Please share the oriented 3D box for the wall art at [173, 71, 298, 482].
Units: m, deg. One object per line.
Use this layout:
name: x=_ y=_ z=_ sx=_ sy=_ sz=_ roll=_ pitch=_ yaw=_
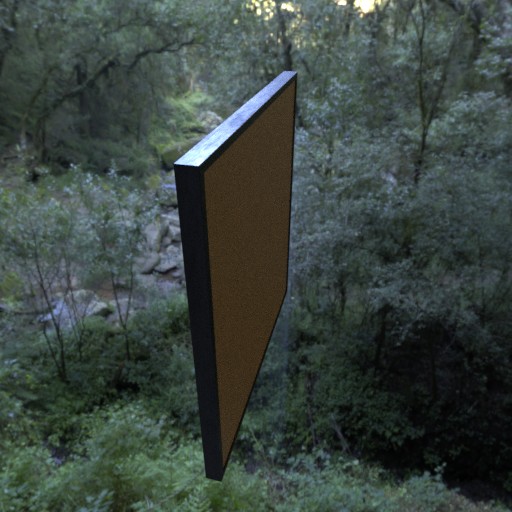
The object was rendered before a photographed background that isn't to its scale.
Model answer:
wall art: x=0.000 y=0.000 z=1.136 sx=0.039 sy=0.763 sz=0.763 roll=8 pitch=33 yaw=13
